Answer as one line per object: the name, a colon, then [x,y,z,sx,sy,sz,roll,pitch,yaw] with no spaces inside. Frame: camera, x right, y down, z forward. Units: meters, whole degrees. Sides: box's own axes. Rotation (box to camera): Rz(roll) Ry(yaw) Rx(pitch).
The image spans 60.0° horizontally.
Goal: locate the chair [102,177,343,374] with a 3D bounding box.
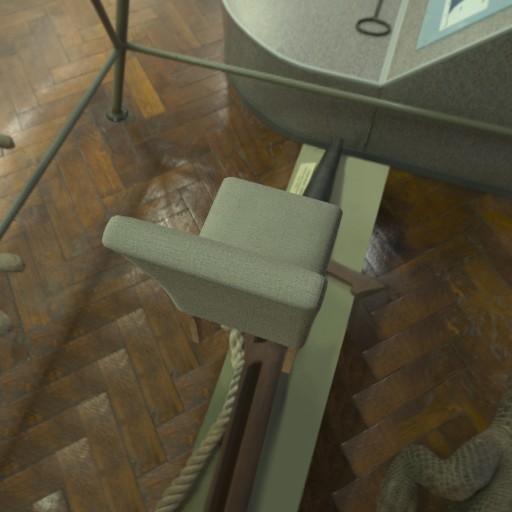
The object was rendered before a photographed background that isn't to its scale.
chair: [0.000,0.000,1.381,0.450,1.033,0.611,17,65,8]
